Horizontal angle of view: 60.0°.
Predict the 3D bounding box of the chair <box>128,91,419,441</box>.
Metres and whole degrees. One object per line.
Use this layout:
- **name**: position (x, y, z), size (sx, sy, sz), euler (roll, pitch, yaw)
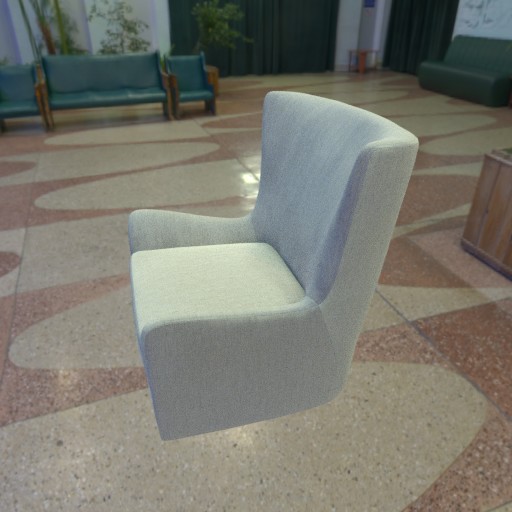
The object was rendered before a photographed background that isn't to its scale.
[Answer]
- **chair**: position (0.000, 0.000, 1.612), size (0.904, 1.000, 0.779), euler (-9, 31, -14)
